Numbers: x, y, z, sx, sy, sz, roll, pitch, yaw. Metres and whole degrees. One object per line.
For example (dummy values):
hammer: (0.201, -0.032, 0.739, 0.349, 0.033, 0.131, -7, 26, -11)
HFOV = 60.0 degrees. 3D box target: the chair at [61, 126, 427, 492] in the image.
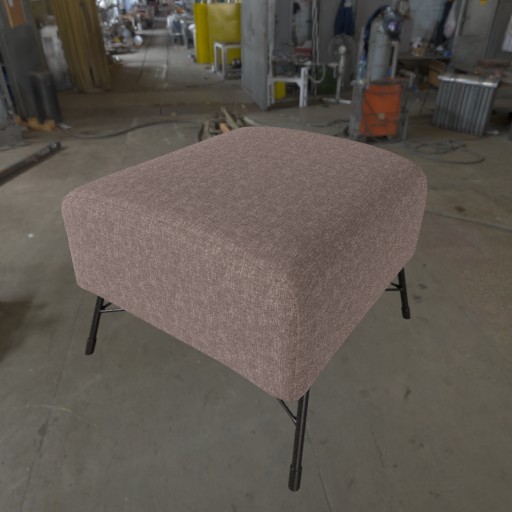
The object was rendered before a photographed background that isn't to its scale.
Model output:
chair: (0.000, 0.000, 0.893, 0.530, 0.410, 0.530, 20, 37, 30)
